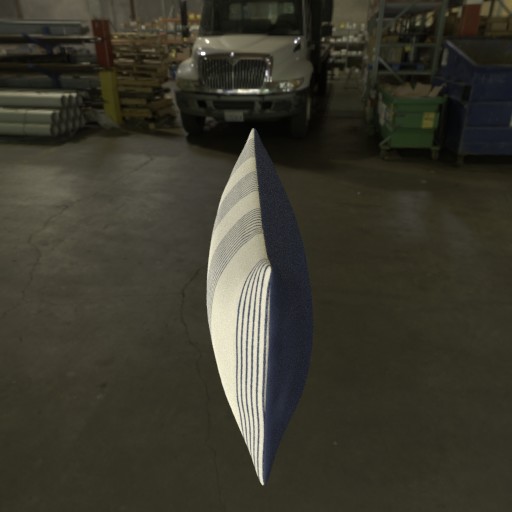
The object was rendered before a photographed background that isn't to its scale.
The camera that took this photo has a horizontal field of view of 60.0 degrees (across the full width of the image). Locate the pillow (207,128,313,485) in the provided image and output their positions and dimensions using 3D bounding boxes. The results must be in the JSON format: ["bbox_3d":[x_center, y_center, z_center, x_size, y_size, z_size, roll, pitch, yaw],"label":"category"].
[{"bbox_3d":[0.000,0.000,0.712,0.151,0.287,0.610,-1,27,-1],"label":"pillow"}]
